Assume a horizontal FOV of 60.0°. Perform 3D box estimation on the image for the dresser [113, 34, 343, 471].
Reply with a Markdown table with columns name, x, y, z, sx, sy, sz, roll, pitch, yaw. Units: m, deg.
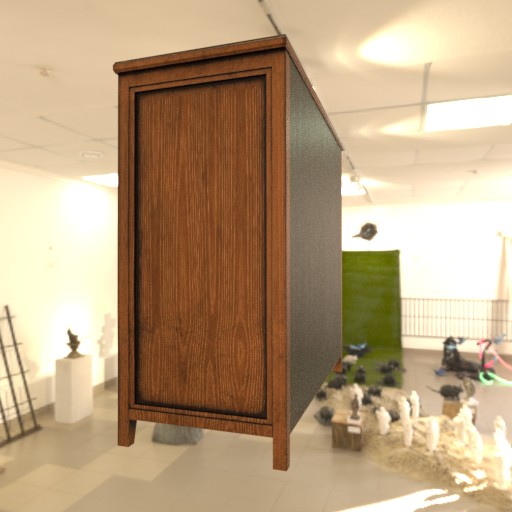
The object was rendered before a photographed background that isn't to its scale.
| name | x | y | z | sx | sy | sz | roll | pitch | yaw |
| --- | --- | --- | --- | --- | --- | --- | --- | --- | --- |
| dresser | 0.000 | 0.000 | 1.911 | 0.591 | 1.224 | 1.250 | 0 | -1 | 18 |
